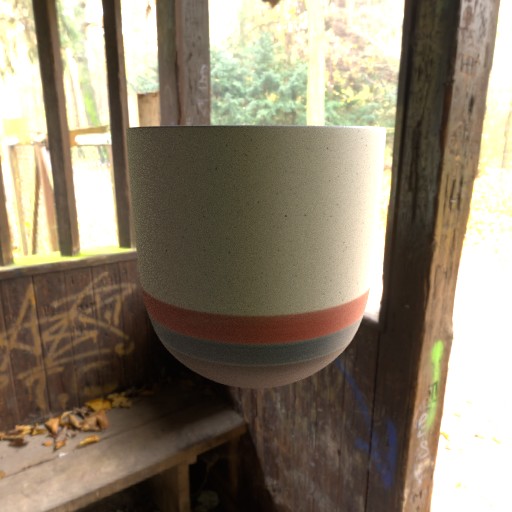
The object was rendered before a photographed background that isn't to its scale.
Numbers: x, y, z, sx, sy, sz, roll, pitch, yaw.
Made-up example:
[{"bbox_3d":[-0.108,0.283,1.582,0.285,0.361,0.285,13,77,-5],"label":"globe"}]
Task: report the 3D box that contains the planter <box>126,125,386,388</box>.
[{"bbox_3d":[0.000,0.000,0.388,0.204,0.214,0.204,0,15,0],"label":"planter"}]
